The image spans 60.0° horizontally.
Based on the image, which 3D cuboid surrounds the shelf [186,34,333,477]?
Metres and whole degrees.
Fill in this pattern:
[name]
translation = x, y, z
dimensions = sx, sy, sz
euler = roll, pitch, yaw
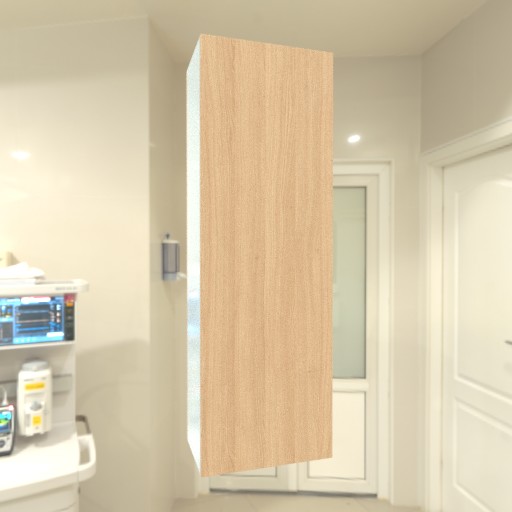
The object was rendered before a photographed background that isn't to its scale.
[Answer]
[shelf]
translation = 0.000, 0.000, 1.016
dimensions = 0.290, 0.882, 0.197
euler = 0, 1, -17
